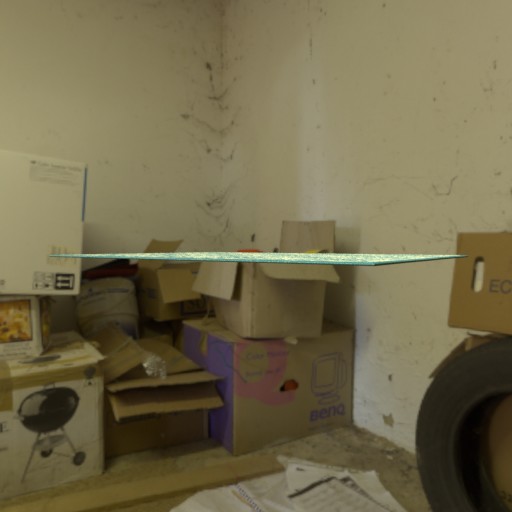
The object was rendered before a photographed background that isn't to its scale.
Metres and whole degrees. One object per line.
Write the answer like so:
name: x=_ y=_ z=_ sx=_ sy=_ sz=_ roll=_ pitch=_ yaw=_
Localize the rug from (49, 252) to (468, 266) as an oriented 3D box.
rug: x=0.000 y=0.000 z=2.847 sx=2.205 sy=0.012 sz=1.554 roll=1 pitch=2 yaw=37
